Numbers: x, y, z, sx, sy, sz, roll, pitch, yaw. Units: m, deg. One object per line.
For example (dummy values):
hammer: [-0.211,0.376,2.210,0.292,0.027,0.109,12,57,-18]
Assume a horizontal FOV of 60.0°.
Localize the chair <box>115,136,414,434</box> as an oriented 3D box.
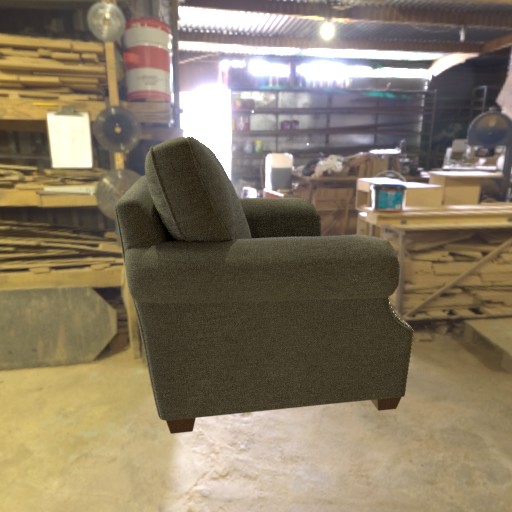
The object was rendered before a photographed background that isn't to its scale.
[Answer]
chair: [0.000,0.000,1.832,0.965,0.961,1.092,-3,15,-9]
